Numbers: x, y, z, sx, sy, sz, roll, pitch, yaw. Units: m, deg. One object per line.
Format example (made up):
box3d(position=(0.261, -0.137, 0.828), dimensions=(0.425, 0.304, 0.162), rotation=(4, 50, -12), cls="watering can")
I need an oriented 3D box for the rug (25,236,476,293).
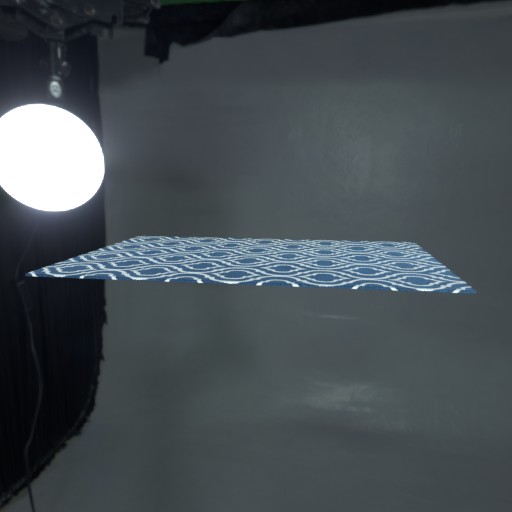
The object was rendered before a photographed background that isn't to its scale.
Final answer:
box3d(position=(0.000, 0.000, 2.245), dimensions=(1.753, 0.010, 1.143), rotation=(2, 11, 9), cls="rug")
